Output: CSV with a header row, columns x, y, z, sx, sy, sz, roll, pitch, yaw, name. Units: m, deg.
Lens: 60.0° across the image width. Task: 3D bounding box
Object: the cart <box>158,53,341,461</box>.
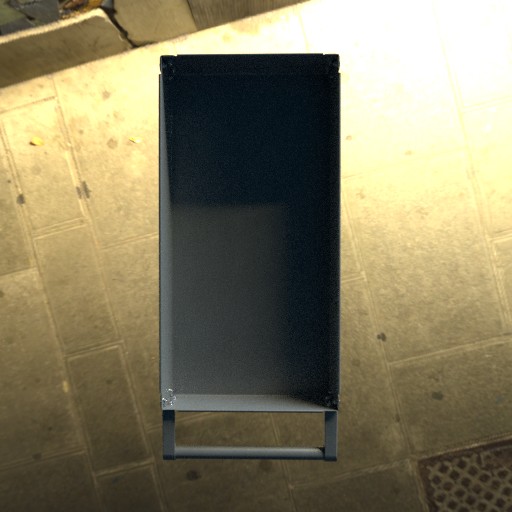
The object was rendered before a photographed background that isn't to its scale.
x,y,z,sx,sy,sz,roll,pitch,yaw,name
0.000,0.000,1.185,0.366,0.719,0.779,0,90,1,cart
